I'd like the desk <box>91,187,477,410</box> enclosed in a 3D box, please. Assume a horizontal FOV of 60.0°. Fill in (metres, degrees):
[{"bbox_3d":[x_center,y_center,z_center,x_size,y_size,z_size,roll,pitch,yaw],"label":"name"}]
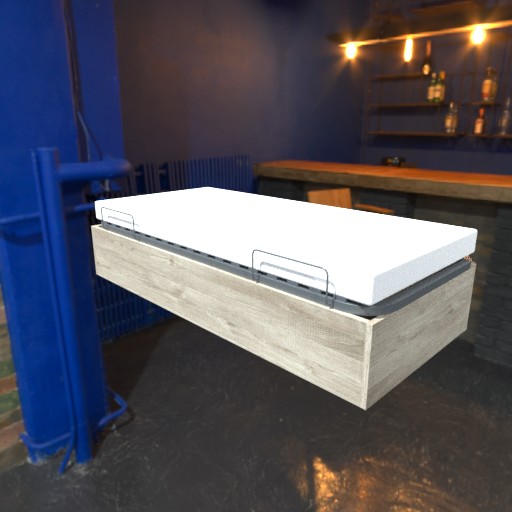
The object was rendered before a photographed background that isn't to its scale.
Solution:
[{"bbox_3d":[0.000,0.000,2.310,0.900,0.455,1.900,-16,23,-42],"label":"desk"}]
